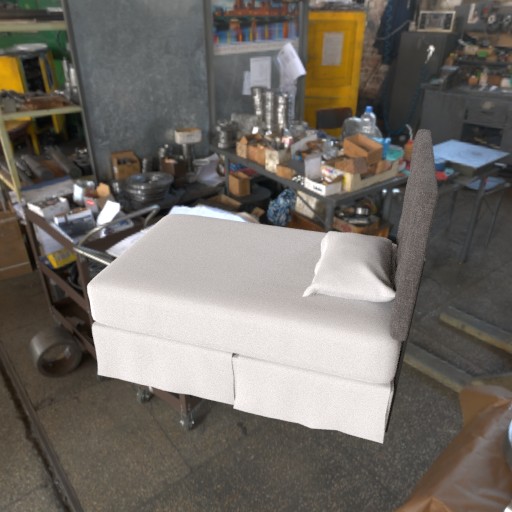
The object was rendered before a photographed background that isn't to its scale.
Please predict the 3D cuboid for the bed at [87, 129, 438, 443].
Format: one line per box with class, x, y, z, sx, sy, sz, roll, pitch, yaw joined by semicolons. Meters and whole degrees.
bed;0.000;0.000;2.976;1.997;1.571;1.261;9;31;15
